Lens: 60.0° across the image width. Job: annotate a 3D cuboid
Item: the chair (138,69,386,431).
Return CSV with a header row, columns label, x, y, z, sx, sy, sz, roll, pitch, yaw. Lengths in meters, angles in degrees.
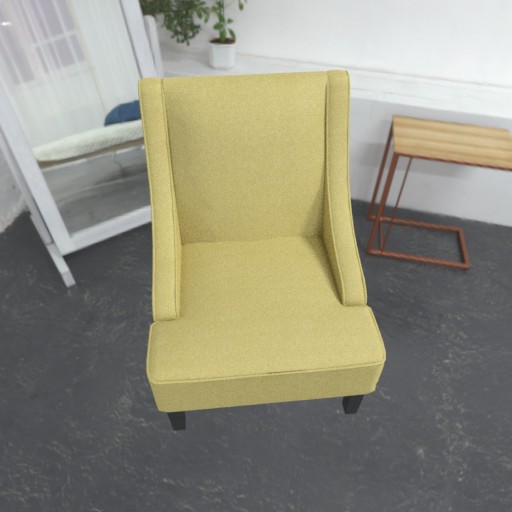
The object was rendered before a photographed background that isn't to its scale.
label,x,y,z,sx,sy,sz,roll,pitch,yaw
chair,0.000,0.000,1.476,0.696,0.896,0.814,-4,46,-4
